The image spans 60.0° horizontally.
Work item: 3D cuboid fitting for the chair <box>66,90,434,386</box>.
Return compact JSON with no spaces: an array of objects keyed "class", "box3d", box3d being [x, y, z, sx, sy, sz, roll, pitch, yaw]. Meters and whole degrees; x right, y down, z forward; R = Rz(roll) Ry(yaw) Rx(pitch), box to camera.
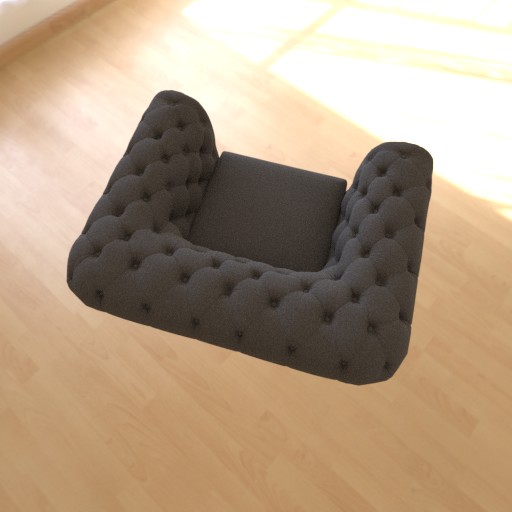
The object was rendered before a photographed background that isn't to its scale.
[{"class":"chair","box3d":[0.000,0.000,1.947,1.270,0.770,0.976,15,64,7]}]
